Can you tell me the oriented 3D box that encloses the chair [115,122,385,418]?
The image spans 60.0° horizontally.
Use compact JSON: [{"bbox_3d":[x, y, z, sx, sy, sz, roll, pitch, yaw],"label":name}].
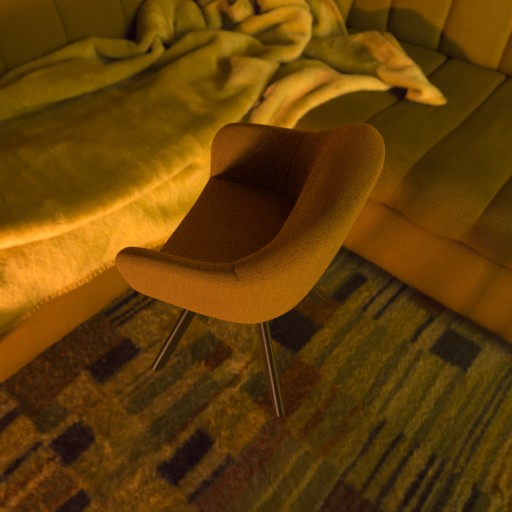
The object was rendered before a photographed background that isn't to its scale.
[{"bbox_3d":[0.000,0.000,1.235,0.550,0.795,0.590,16,49,14],"label":"chair"}]
